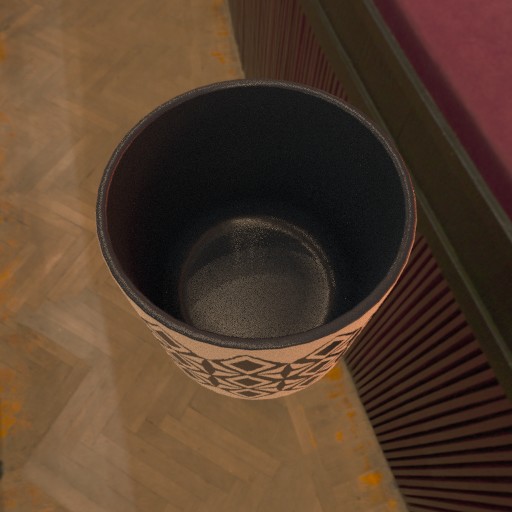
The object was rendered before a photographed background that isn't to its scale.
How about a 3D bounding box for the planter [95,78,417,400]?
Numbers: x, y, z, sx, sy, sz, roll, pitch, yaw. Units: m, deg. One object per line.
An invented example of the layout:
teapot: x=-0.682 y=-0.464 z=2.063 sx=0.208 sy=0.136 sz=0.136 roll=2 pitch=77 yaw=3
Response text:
planter: x=0.000 y=0.000 z=0.284 sx=0.159 sy=0.144 sz=0.159 roll=0 pitch=64 yaw=0
